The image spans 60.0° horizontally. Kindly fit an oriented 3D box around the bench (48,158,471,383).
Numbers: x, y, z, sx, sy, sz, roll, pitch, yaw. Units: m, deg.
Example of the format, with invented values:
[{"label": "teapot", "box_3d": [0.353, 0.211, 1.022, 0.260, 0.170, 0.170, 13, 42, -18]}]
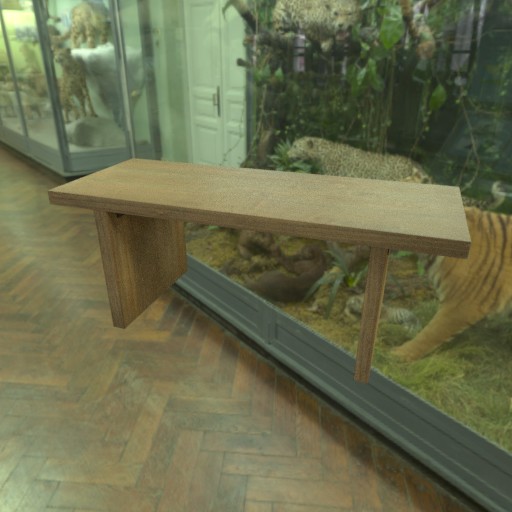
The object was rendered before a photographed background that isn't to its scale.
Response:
[{"label": "bench", "box_3d": [0.000, 0.000, 1.463, 1.183, 0.458, 0.458, 9, 27, 17]}]
